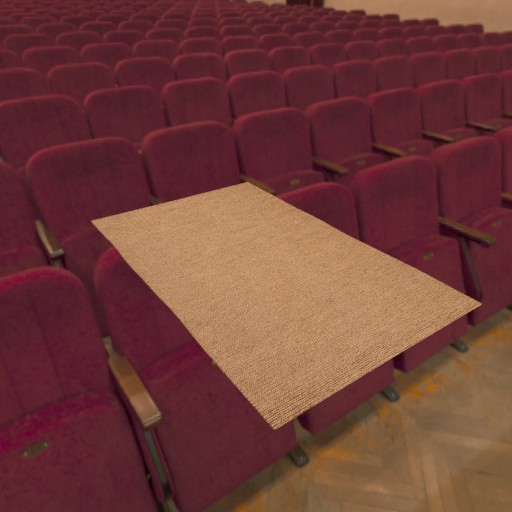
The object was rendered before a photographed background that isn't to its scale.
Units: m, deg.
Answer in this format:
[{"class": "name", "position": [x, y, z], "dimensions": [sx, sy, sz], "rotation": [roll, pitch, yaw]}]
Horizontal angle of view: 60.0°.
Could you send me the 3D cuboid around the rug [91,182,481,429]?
[{"class": "rug", "position": [0.000, 0.000, 3.081], "dimensions": [1.533, 0.011, 2.439], "rotation": [-19, 35, -30]}]
